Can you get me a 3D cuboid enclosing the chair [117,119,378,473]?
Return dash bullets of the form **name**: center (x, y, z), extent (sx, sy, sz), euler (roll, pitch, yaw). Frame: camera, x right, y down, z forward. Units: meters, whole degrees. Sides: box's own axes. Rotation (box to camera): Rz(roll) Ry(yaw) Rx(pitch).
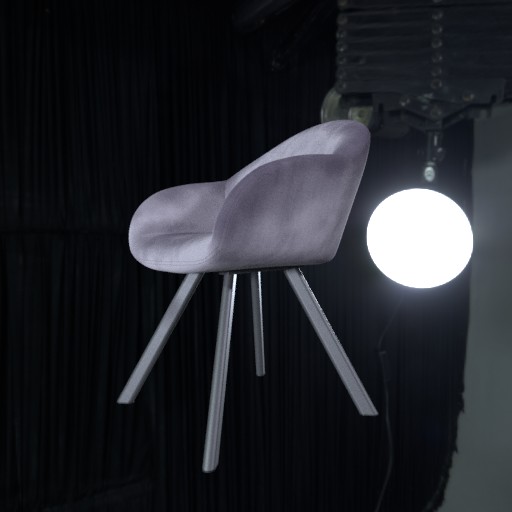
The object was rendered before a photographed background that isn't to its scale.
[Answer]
- **chair**: center (0.000, 0.000, 1.185), extent (0.590, 0.795, 0.550), euler (0, 1, -36)
